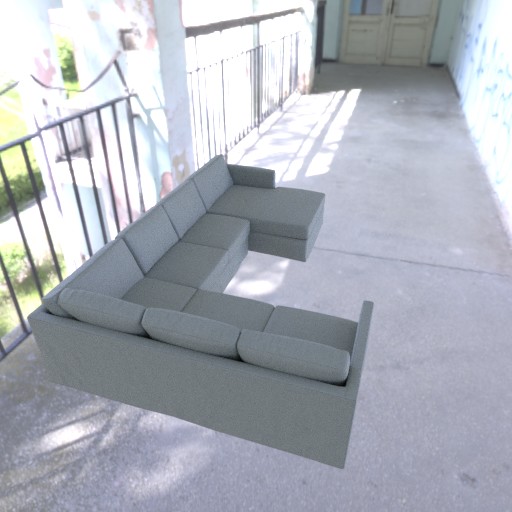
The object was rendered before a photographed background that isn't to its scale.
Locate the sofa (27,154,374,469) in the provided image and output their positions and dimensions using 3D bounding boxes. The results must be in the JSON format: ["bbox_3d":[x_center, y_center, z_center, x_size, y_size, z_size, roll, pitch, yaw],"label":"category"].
[{"bbox_3d":[0.000,0.000,4.449,2.427,0.882,3.460,10,33,16],"label":"sofa"}]
